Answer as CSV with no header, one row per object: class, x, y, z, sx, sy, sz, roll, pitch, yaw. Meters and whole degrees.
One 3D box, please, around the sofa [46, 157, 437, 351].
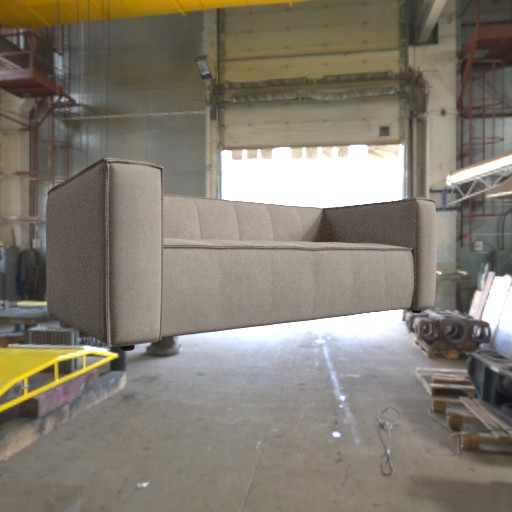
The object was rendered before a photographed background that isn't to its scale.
sofa,0.000,0.000,2.453,1.995,0.680,1.038,0,0,-36
